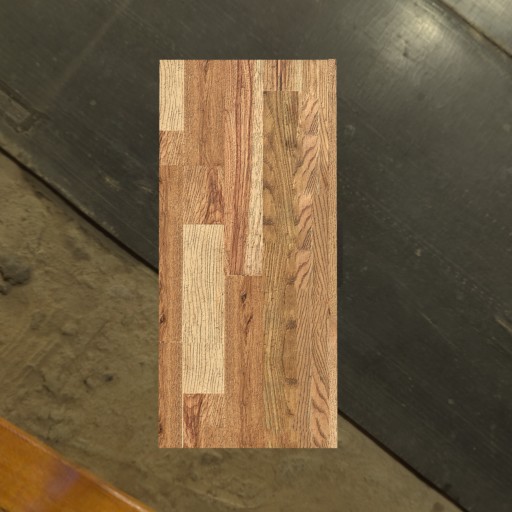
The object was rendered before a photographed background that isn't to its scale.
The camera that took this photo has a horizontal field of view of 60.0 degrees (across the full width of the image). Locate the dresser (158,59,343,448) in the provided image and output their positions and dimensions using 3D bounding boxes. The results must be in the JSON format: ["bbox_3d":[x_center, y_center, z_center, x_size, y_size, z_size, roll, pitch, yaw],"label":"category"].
[{"bbox_3d":[0.000,0.000,1.720,0.480,1.243,0.966,0,89,0],"label":"dresser"}]
